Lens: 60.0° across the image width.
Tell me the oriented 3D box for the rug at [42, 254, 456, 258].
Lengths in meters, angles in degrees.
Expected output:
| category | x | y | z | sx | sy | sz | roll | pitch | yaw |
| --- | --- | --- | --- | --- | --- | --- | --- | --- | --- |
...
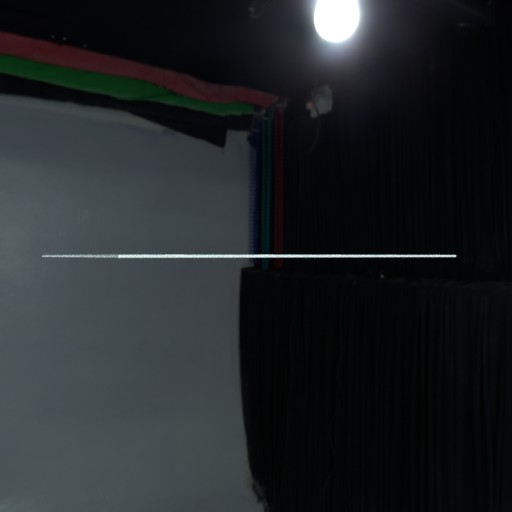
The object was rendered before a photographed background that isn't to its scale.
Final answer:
| category | x | y | z | sx | sy | sz | roll | pitch | yaw |
| --- | --- | --- | --- | --- | --- | --- | --- | --- | --- |
| rug | 0.000 | 0.000 | 3.074 | 2.443 | 0.015 | 1.528 | 0 | 0 | -36 |
